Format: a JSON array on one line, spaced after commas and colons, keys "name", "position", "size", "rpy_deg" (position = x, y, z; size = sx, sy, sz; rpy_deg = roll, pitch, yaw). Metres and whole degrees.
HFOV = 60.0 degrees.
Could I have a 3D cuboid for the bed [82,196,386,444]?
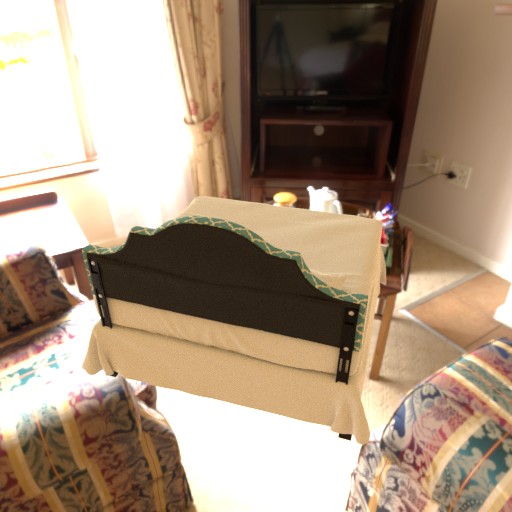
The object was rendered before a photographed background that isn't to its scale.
[{"name": "bed", "position": [0.000, 0.000, 3.843], "size": [2.314, 1.601, 2.222], "rpy_deg": [10, 33, 15]}]
